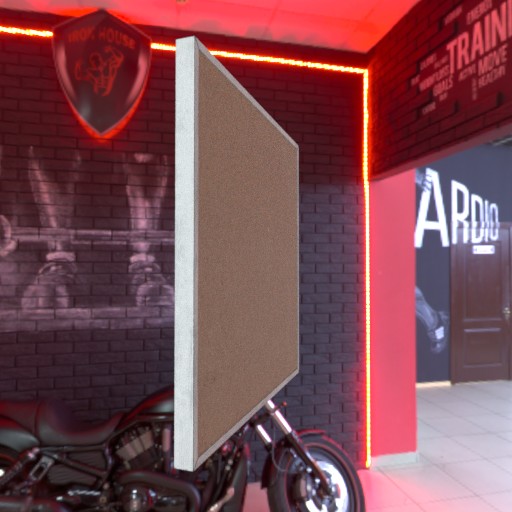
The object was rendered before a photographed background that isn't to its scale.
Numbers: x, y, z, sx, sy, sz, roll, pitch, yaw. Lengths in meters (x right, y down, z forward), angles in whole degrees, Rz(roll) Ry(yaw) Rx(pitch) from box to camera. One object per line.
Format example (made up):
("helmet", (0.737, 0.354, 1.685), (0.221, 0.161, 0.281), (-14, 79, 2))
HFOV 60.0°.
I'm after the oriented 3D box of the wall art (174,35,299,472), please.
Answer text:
("wall art", (0.000, 0.000, 1.139), (0.038, 0.762, 0.762), (0, -1, 19))
